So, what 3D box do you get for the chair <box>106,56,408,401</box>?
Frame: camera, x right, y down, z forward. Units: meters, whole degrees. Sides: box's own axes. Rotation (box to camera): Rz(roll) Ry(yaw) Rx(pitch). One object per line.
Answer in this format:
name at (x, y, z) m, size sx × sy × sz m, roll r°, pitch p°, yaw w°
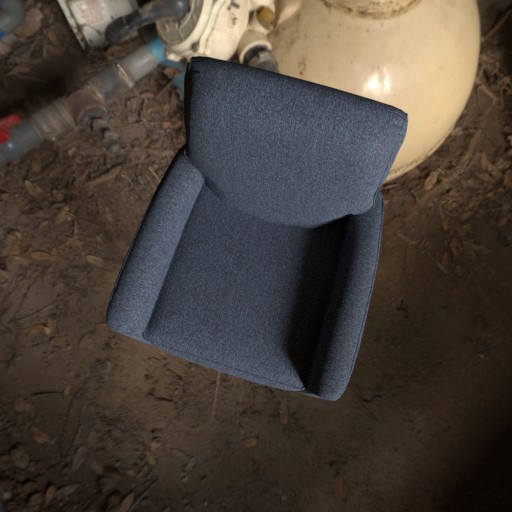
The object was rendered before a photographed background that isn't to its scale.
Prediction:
chair at (0.000, 0.000, 1.611) m, size 0.839 × 1.016 × 0.850 m, roll 17°, pitch 75°, yaw 4°
